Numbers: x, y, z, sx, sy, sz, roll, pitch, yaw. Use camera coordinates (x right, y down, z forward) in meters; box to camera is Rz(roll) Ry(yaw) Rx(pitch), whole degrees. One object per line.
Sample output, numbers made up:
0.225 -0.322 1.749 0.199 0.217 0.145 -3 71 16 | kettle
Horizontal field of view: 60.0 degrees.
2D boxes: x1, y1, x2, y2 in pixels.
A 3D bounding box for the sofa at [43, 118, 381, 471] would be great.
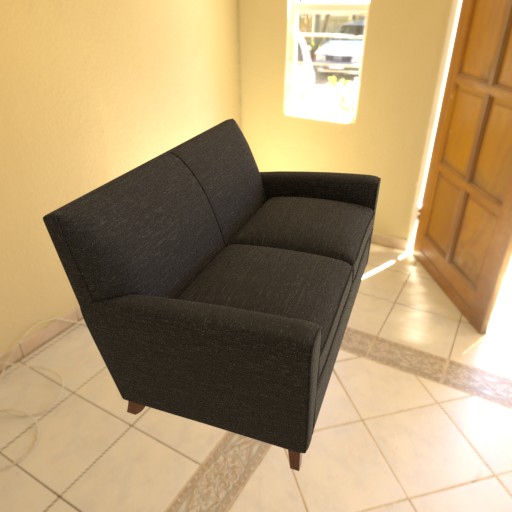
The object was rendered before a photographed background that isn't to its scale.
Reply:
0.000 0.000 1.949 0.875 0.846 1.420 11 32 18 | sofa
